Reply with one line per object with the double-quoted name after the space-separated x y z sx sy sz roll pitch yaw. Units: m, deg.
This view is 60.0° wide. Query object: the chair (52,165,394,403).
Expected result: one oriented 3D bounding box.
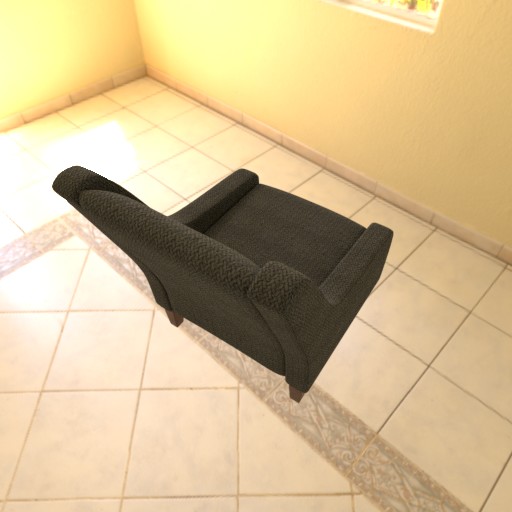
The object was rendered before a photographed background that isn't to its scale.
0.000 0.000 1.720 0.793 1.012 0.944 26 52 22 "chair"
